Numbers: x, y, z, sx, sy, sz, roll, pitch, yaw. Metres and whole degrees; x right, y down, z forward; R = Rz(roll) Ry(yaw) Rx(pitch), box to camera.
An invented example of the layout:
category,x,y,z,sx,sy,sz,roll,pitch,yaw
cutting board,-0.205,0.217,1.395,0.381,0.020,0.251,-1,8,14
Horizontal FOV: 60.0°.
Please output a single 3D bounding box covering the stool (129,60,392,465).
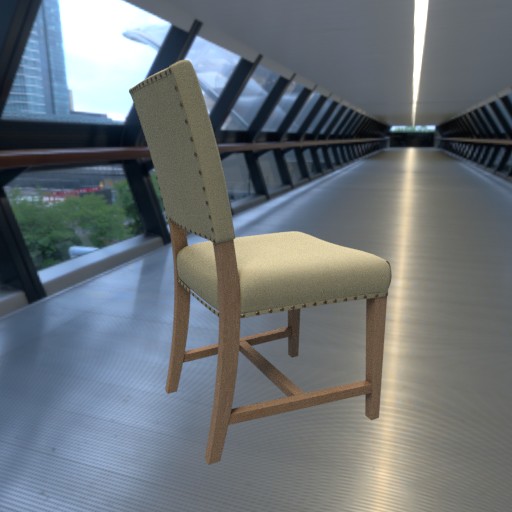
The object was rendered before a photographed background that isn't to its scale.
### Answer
category,x,y,z,sx,sy,sz,roll,pitch,yaw
stool,0.000,0.000,1.334,0.623,0.986,0.508,-7,15,-26
